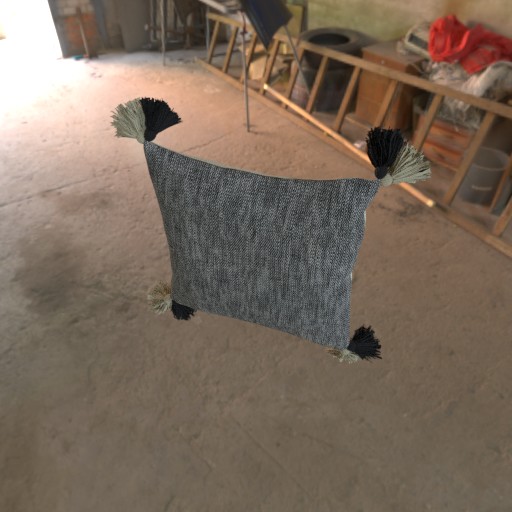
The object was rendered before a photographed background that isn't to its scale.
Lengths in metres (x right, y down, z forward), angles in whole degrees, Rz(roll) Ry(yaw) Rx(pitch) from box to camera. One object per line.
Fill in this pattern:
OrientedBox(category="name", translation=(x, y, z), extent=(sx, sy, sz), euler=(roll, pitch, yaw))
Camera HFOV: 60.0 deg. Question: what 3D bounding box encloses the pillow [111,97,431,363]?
OrientedBox(category="pillow", translation=(0.000, 0.000, 0.995), extent=(0.654, 0.659, 0.170), euler=(13, 44, 14))
